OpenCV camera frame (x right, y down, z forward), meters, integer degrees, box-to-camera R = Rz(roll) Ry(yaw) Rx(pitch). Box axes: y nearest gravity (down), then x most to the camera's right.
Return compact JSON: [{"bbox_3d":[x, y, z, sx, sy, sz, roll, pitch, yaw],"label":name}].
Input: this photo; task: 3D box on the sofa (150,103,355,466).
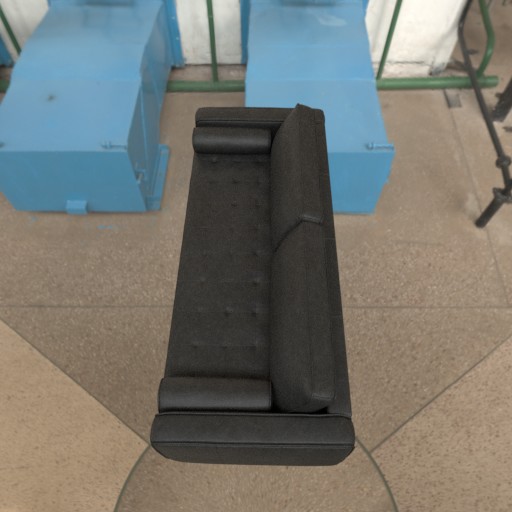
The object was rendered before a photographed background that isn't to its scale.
[{"bbox_3d":[0.000,0.000,2.621,0.914,0.762,2.210,1,57,1],"label":"sofa"}]
